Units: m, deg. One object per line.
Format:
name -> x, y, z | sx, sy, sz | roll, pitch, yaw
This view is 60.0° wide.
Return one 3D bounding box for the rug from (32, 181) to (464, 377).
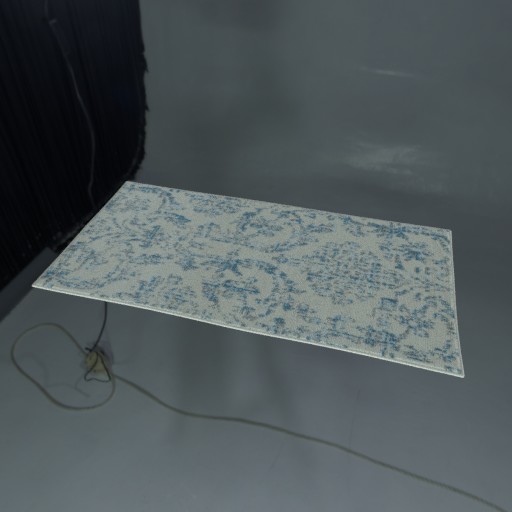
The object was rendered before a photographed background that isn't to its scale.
rug -> 0.000, 0.000, 1.415 | 1.220, 0.007, 0.605 | 10, 42, 11
